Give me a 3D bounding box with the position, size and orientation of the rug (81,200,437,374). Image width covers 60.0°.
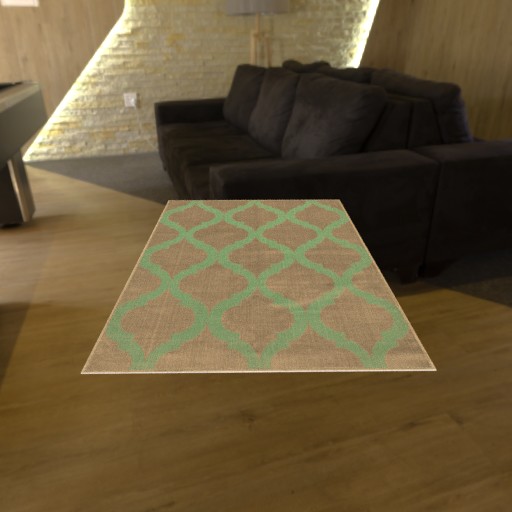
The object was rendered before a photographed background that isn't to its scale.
[{"bbox_3d":[0.000,0.000,2.928,1.524,0.006,2.286,0,26,-1],"label":"rug"}]
